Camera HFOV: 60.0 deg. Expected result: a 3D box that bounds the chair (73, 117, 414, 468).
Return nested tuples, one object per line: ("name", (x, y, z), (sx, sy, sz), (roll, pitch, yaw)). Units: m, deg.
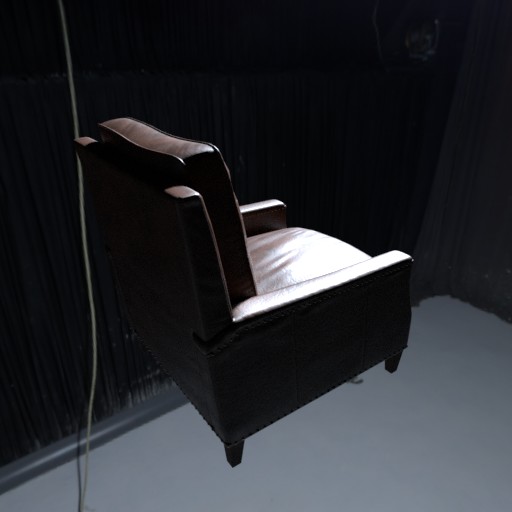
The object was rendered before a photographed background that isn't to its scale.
("chair", (0.000, 0.000, 1.752), (1.035, 1.054, 0.854), (-17, 30, -32))
